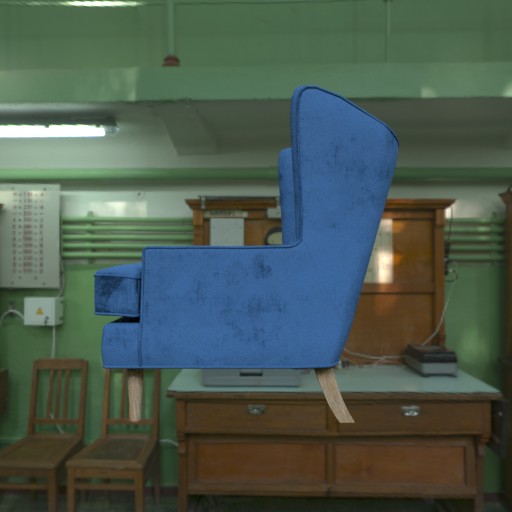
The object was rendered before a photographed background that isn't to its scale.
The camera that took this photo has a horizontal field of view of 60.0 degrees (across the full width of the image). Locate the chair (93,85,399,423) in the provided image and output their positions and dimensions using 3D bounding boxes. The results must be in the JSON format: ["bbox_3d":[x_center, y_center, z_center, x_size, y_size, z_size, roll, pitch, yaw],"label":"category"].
[{"bbox_3d":[0.000,0.000,1.601,0.910,0.952,0.793,0,0,0],"label":"chair"}]
